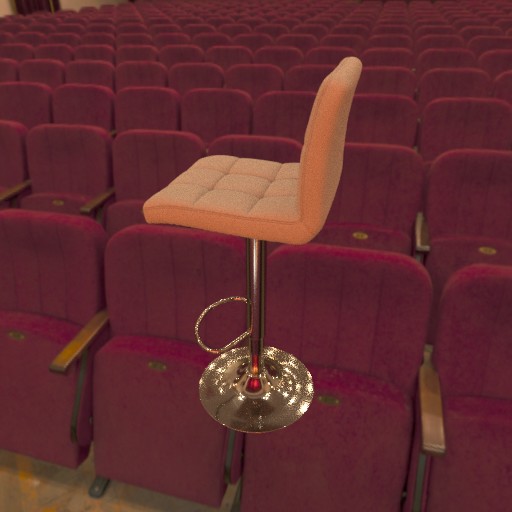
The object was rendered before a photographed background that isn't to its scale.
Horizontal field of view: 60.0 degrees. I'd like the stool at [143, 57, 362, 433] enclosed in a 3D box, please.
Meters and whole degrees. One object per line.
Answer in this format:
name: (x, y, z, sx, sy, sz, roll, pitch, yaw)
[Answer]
stool: (0.000, 0.000, 1.372, 0.505, 1.115, 0.430, 8, 31, 13)
